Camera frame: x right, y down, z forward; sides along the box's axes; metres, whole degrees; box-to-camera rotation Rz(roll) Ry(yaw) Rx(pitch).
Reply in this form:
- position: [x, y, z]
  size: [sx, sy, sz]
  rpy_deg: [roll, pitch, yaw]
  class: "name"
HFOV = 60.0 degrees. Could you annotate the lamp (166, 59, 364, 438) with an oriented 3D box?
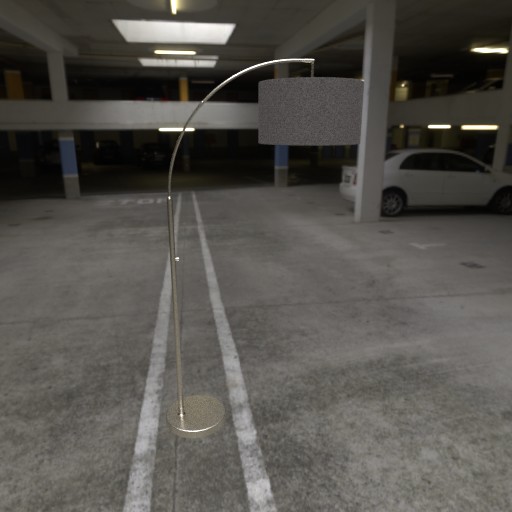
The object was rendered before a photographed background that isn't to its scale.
- position: [0.000, 0.000, 2.107]
  size: [0.934, 1.735, 0.452]
  rpy_deg: [-3, 17, -9]
  class: "lamp"
